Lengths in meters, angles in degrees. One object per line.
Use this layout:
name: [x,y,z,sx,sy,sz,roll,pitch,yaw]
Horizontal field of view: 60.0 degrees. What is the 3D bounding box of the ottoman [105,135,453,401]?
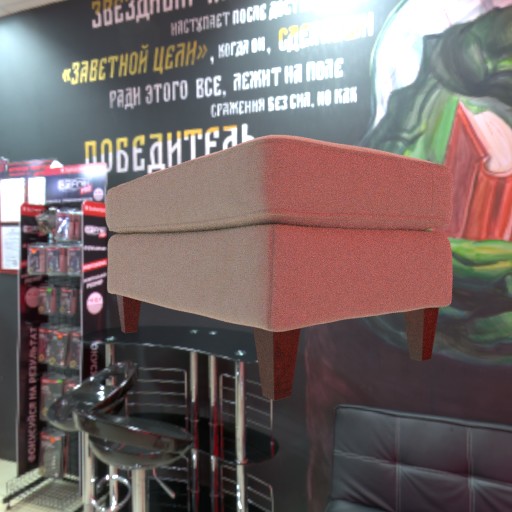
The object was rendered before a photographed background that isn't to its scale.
ottoman: [0.000,0.000,1.220,0.583,0.484,0.862,-1,2,-36]
